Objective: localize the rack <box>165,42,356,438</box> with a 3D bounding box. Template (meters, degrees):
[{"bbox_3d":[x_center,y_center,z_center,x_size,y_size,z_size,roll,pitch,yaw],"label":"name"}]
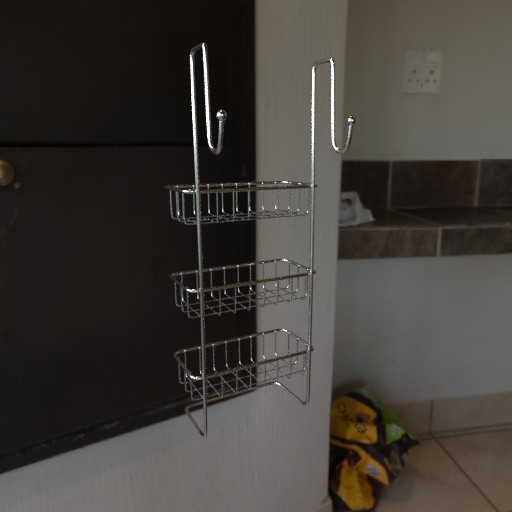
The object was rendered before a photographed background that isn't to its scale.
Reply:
[{"bbox_3d":[0.000,0.000,0.686,0.228,0.574,0.202,-7,15,-27],"label":"rack"}]
